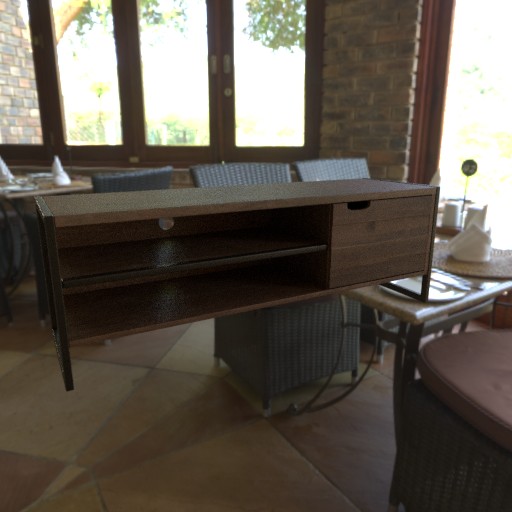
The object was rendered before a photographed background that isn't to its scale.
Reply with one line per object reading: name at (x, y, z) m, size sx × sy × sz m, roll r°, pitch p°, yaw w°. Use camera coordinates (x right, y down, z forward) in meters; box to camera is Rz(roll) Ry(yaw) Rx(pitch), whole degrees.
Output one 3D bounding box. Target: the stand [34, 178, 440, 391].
stand at (0.000, 0.000, 1.732) m, size 1.480 × 0.506 × 0.454 m, roll -8°, pitch 17°, yaw -28°
